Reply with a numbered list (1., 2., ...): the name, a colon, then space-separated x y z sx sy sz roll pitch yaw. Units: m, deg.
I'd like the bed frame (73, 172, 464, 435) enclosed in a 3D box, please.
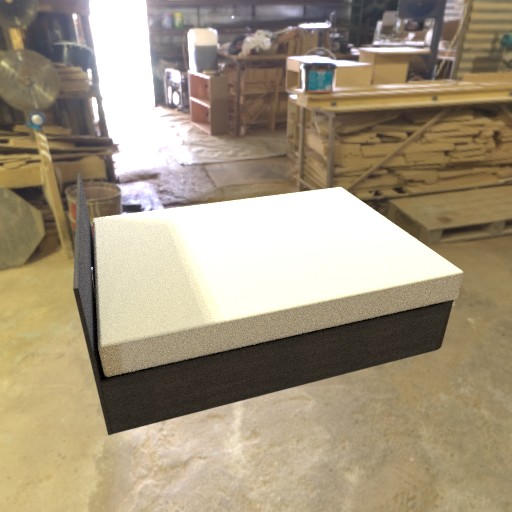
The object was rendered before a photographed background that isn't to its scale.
1. bed frame: 0.000 0.000 2.675 1.900 0.800 1.400 -9 30 -16
